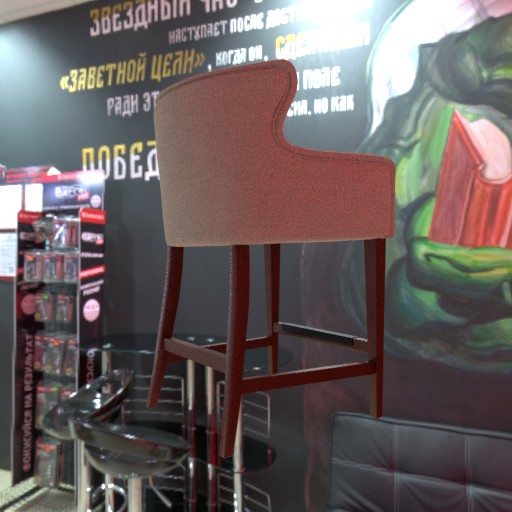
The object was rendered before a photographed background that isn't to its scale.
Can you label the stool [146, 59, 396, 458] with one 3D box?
[{"bbox_3d":[0.000,0.000,1.408,0.637,0.987,0.615,0,1,-36],"label":"stool"}]
